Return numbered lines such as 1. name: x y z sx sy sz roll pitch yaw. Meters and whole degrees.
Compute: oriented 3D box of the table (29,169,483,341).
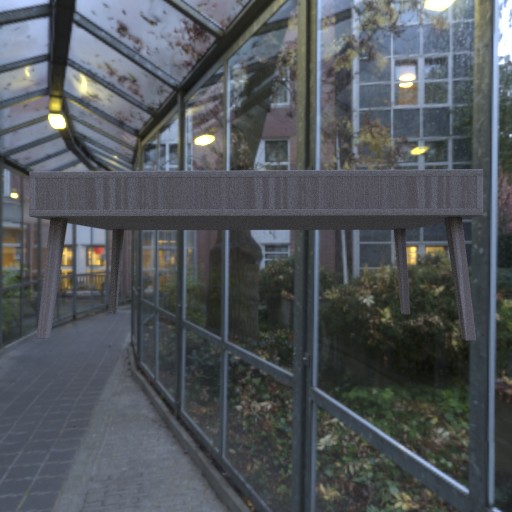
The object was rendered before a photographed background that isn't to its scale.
1. table: 0.000 0.000 1.469 1.200 0.450 0.600 0 0 2
